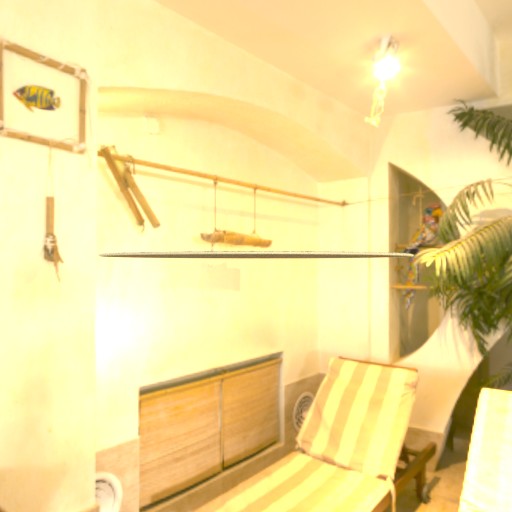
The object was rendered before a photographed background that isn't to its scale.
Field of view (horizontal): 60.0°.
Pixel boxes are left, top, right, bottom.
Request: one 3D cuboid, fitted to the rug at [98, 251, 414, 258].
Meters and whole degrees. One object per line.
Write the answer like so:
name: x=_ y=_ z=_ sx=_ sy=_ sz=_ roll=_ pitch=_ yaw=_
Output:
rug: x=0.000 y=0.000 z=2.376 sx=1.593 sy=0.012 sz=1.593 roll=0 pitch=-1 yaw=0
